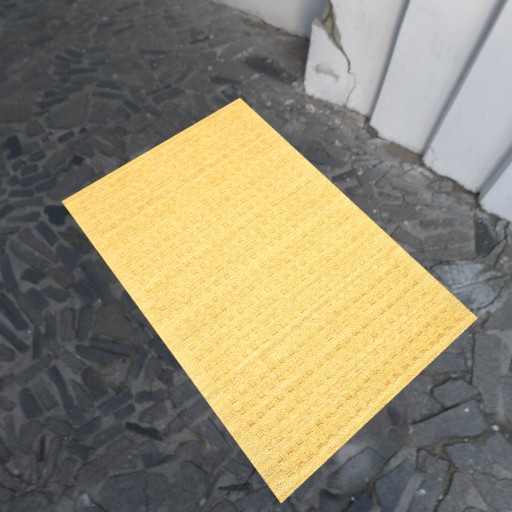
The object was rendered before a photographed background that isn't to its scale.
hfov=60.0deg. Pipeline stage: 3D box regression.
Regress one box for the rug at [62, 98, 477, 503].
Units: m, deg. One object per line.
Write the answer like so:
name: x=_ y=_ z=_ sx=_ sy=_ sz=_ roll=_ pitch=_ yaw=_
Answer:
rug: x=0.000 y=0.000 z=2.808 sx=1.524 sy=0.006 sz=2.286 roll=-36 pitch=68 yaw=-16
